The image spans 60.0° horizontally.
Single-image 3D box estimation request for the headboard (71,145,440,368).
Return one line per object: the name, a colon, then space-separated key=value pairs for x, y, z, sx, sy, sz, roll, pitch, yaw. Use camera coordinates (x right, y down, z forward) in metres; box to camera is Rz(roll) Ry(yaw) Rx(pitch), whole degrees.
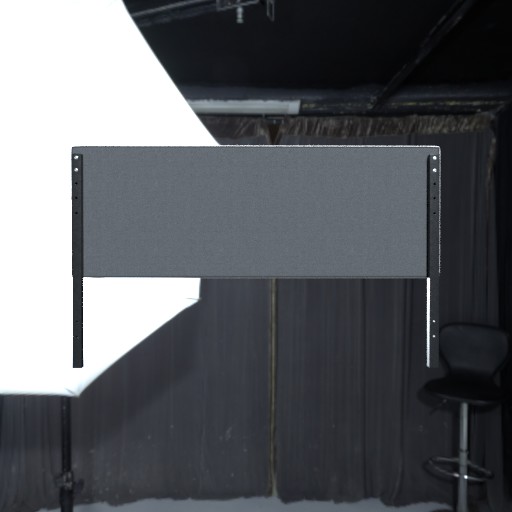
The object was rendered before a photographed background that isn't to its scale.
headboard: x=0.000 y=0.000 z=2.839 sx=2.362 sy=1.410 sz=0.120 roll=0 pitch=0 yaw=-1
